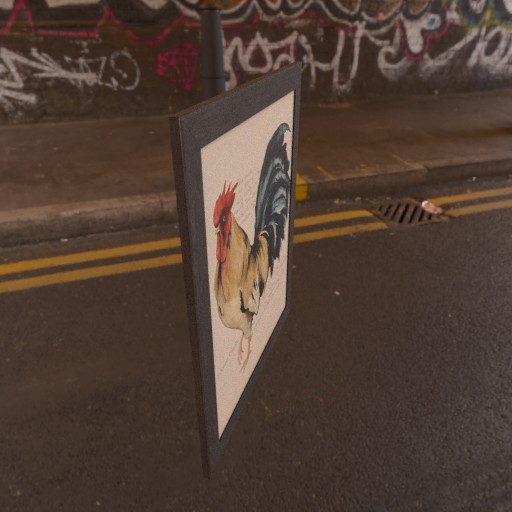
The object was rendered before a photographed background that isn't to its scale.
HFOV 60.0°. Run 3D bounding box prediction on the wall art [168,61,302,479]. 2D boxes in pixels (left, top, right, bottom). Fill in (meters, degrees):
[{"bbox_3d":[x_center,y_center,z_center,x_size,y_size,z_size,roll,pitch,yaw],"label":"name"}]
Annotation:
[{"bbox_3d":[0.000,0.000,0.767,0.013,0.570,0.476,10,32,17],"label":"wall art"}]
